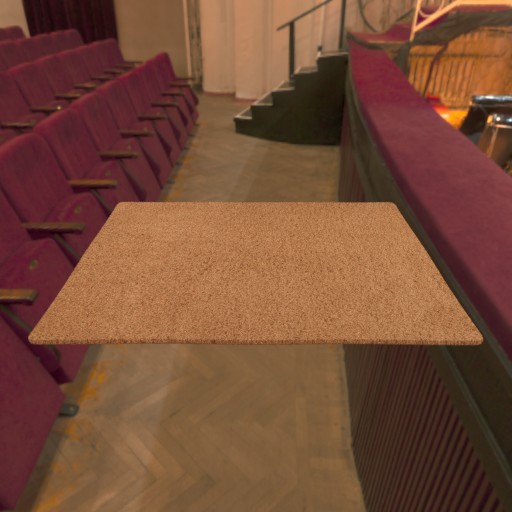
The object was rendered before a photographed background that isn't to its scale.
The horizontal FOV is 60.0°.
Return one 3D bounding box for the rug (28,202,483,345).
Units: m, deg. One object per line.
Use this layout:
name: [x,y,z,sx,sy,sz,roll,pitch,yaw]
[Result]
rug: [0.000,0.000,2.065,1.600,0.025,1.199,0,30,0]
